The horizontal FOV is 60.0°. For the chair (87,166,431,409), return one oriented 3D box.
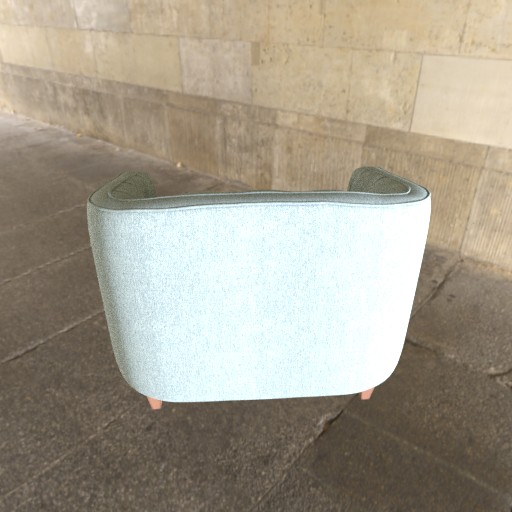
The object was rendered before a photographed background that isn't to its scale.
[{"bbox_3d":[0.000,0.000,1.760,1.094,0.852,0.945,-2,30,-3],"label":"chair"}]
